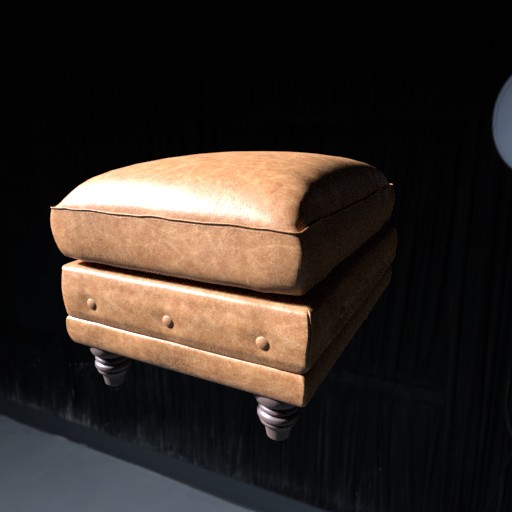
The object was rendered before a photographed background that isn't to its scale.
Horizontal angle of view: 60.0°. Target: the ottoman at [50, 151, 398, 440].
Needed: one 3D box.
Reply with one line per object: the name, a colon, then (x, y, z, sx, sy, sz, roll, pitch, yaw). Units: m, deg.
ottoman: (0.000, 0.000, 1.051, 0.533, 0.480, 0.710, 8, 17, 26)
